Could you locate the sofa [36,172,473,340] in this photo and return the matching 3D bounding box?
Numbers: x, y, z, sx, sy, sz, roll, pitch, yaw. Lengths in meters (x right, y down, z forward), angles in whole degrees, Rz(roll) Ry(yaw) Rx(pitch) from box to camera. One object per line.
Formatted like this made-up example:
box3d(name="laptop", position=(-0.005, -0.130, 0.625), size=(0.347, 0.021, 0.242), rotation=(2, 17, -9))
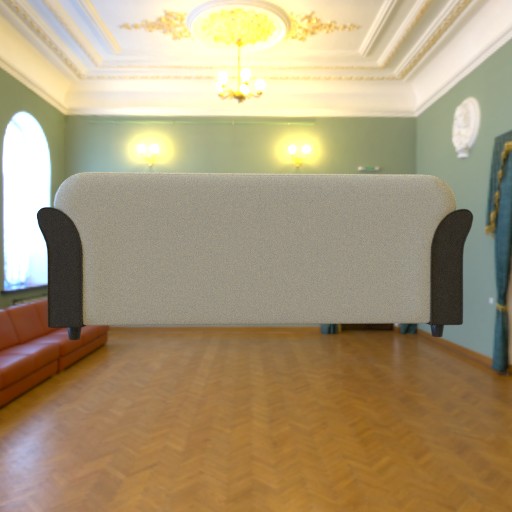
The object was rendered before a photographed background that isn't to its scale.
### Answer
box3d(name="sofa", position=(0.000, 0.000, 2.400), size=(2.001, 0.787, 0.755), rotation=(0, 0, -3))
